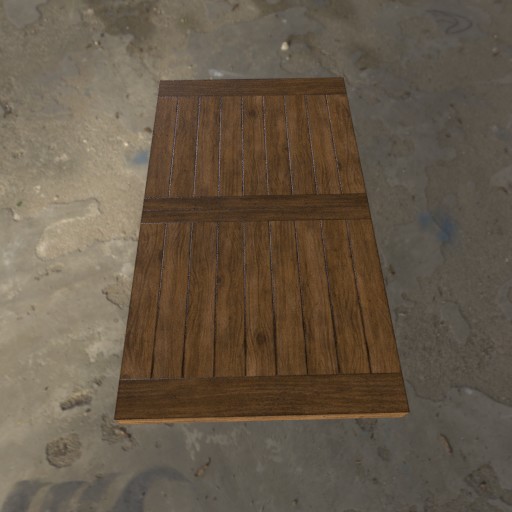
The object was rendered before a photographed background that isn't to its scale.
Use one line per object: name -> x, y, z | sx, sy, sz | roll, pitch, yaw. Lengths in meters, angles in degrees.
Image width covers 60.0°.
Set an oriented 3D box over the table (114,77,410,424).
table -> 0.000, 0.000, 2.142 | 0.931, 0.757, 1.641 | -1, 59, -1
